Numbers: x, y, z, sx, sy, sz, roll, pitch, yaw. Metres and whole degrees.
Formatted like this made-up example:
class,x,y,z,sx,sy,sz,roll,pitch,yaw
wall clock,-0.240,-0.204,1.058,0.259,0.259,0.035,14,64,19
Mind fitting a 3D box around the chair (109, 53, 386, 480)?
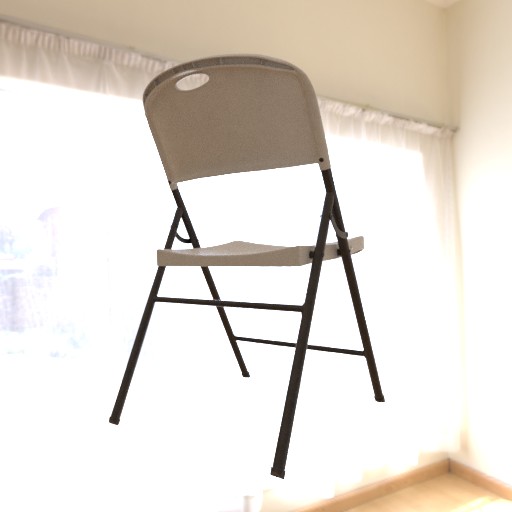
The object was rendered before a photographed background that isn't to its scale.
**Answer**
class,x,y,z,sx,sy,sz,roll,pitch,yaw
chair,0.000,0.000,1.151,0.494,0.810,0.566,-1,-1,35
